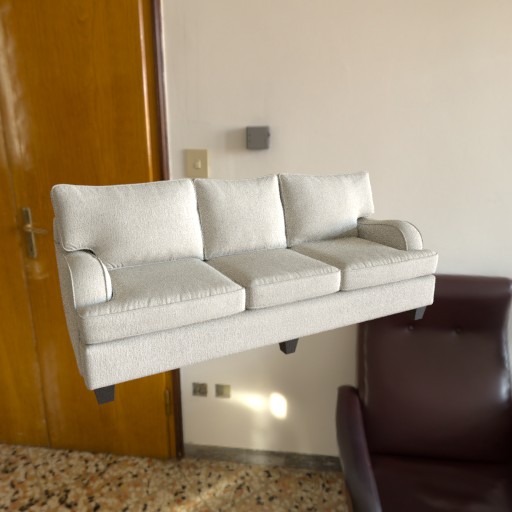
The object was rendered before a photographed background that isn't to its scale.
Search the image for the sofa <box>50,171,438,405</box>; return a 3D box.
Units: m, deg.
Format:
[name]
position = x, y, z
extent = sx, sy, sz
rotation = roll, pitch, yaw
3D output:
[sofa]
position = 0.000, 0.000, 2.879
extent = 2.323, 0.991, 1.016
rotation = -8, 18, -27
